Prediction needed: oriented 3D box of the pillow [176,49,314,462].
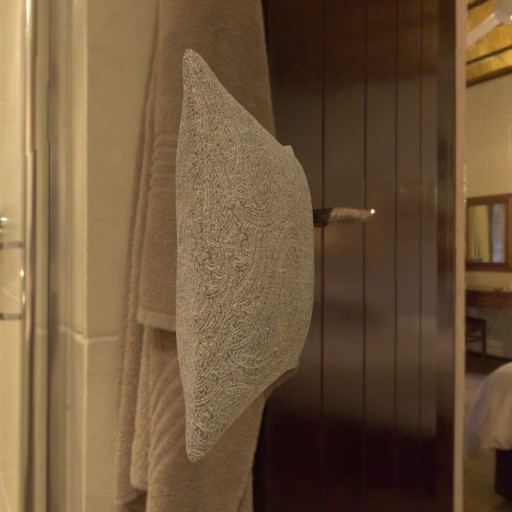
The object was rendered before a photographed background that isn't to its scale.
[{"bbox_3d":[0.000,0.000,0.780,0.166,0.510,0.523,0,0,18],"label":"pillow"}]
